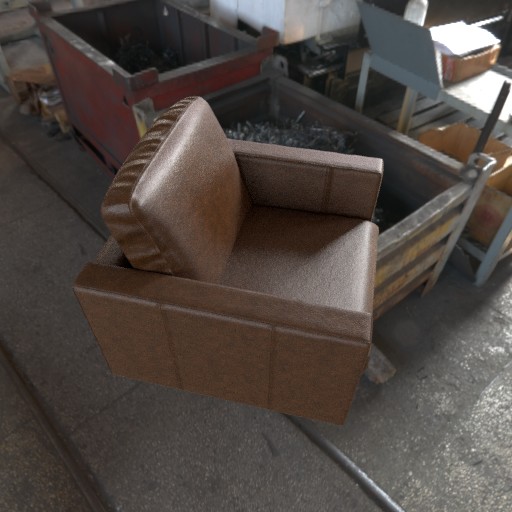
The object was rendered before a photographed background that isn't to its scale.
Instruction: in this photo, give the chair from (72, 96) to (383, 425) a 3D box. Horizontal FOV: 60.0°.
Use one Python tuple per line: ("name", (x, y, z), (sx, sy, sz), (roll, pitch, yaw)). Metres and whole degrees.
("chair", (0.000, 0.000, 1.675), (0.909, 0.956, 0.890), (10, 47, 9))
